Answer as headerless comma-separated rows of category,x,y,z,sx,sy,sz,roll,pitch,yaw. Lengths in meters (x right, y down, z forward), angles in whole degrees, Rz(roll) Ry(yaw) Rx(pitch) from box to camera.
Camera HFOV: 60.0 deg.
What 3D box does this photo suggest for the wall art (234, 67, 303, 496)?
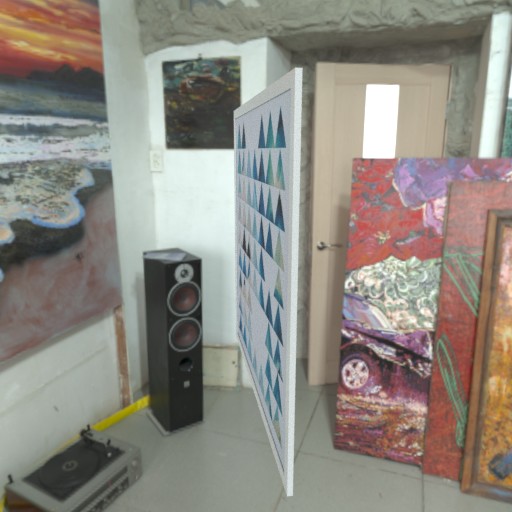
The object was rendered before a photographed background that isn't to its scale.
wall art,0.000,0.000,0.671,0.007,0.456,0.456,-2,14,-10
